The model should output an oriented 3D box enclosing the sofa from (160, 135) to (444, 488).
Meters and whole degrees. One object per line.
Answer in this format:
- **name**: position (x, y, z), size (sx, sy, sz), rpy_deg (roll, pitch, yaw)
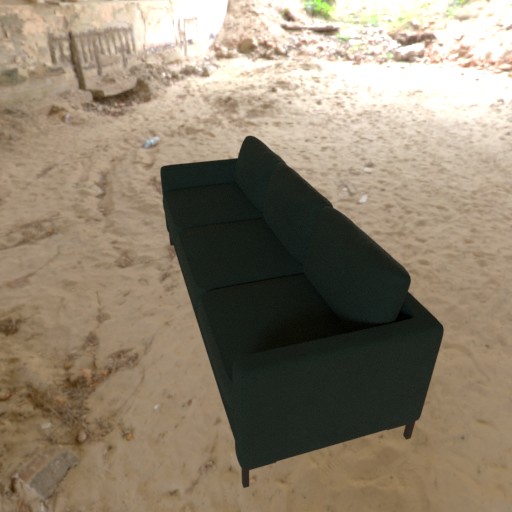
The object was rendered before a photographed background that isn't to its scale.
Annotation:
- **sofa**: position (0.000, 0.000, 2.617), size (0.859, 0.870, 2.218), rpy_deg (-9, 32, -15)
